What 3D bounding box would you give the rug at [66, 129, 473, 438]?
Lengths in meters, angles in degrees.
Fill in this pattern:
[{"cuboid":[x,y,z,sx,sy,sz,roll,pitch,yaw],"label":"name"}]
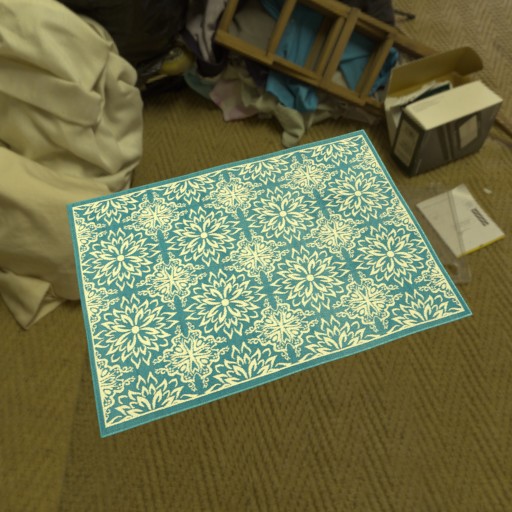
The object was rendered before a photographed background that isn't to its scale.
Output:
[{"cuboid":[0.000,0.000,2.820,2.205,0.012,1.554,-16,63,-8],"label":"rug"}]
